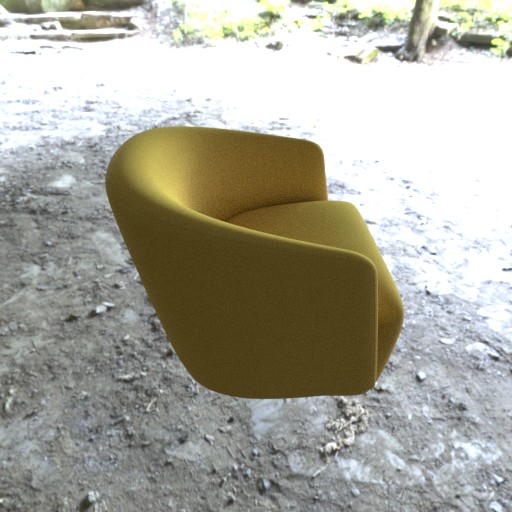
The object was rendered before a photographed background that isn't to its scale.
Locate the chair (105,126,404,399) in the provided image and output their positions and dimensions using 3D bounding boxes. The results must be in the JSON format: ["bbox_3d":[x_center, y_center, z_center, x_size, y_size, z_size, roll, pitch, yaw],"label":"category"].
[{"bbox_3d":[0.000,0.000,1.365,0.767,0.698,0.773,-1,33,-1],"label":"chair"}]
